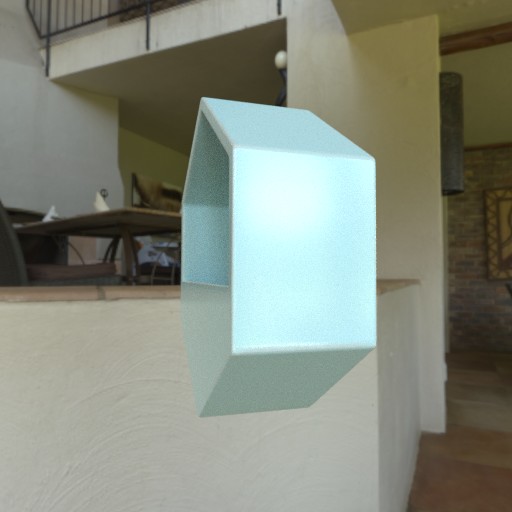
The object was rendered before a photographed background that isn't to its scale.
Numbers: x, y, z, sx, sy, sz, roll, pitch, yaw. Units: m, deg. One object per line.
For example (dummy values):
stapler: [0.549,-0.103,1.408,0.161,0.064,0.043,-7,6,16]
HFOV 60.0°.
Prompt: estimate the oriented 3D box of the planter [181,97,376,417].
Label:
planter: [0.000,0.000,0.297,0.078,0.207,0.169,1,-2,-17]
